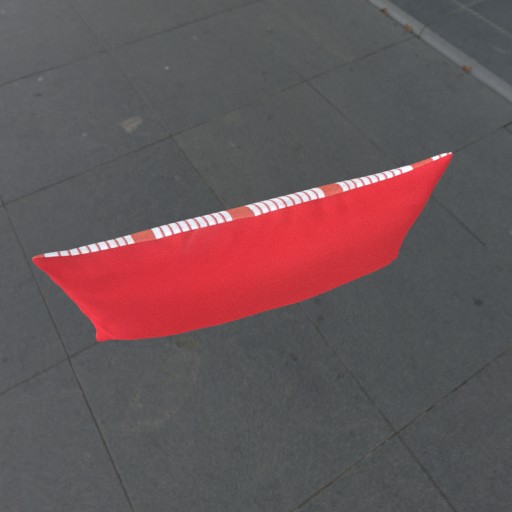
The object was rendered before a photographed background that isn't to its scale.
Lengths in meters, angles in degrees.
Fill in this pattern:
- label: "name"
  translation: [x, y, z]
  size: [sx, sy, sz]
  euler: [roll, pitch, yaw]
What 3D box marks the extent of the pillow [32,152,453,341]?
- label: "pillow"
  translation: [0.000, 0.000, 0.735]
  size: [0.608, 0.297, 0.151]
  euler: [-15, 60, -9]
